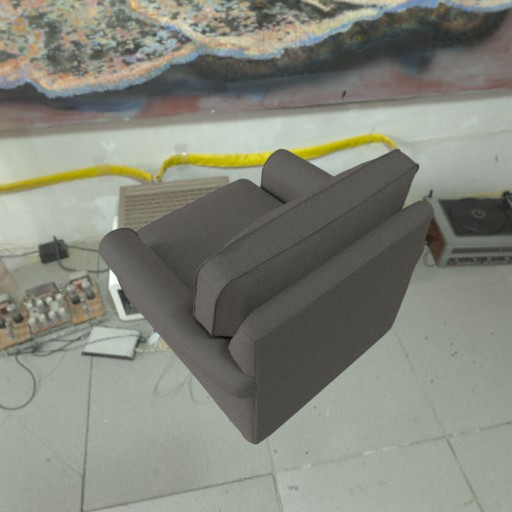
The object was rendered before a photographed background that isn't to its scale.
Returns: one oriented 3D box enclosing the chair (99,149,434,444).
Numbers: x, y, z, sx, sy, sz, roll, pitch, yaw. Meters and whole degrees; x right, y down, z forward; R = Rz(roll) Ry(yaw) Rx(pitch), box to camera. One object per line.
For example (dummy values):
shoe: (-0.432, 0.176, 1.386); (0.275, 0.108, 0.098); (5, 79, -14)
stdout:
chair: (0.000, 0.000, 1.805); (1.029, 0.967, 0.966); (-32, 54, -27)
